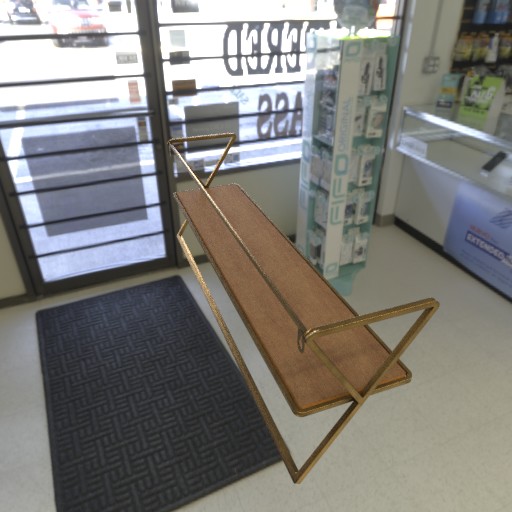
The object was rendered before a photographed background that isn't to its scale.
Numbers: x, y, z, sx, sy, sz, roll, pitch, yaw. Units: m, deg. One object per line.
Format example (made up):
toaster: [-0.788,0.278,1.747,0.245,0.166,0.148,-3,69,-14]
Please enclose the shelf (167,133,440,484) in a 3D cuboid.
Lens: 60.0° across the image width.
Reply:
shelf: [0.000,0.000,0.735,0.150,0.229,0.645,-11,33,-18]
